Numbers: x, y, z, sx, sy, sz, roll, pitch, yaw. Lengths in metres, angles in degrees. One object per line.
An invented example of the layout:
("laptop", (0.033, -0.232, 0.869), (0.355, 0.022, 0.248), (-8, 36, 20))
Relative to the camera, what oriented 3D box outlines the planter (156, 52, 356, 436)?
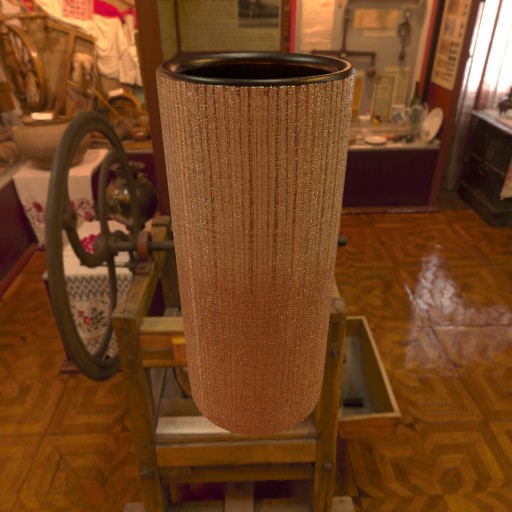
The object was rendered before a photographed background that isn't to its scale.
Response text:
("planter", (0.000, 0.000, 0.282), (0.100, 0.227, 0.100), (0, 31, 0))
